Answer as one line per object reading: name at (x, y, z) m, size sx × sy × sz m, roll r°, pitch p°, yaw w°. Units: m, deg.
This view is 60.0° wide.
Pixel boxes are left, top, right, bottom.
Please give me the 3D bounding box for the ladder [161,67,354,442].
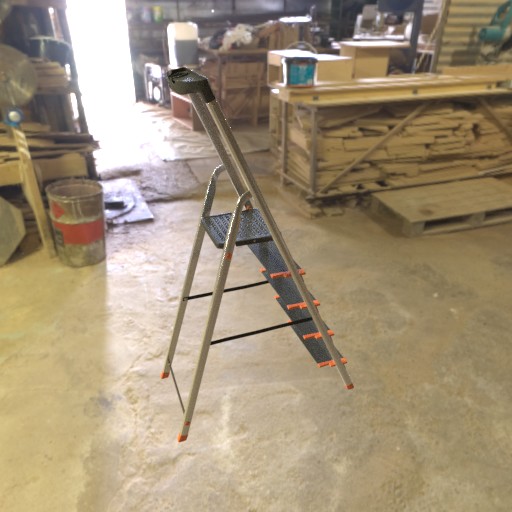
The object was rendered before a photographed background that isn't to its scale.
ladder at (0.000, 0.000, 2.103) m, size 0.995 × 1.646 × 0.480 m, roll -11°, pitch 31°, yaw -18°
